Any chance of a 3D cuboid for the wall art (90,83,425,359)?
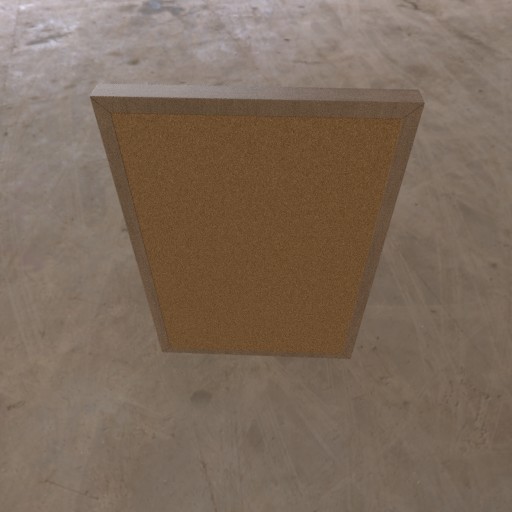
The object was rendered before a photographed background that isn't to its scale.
[{"bbox_3d":[0.000,0.000,0.663,0.356,0.509,0.031,2,46,2],"label":"wall art"}]
